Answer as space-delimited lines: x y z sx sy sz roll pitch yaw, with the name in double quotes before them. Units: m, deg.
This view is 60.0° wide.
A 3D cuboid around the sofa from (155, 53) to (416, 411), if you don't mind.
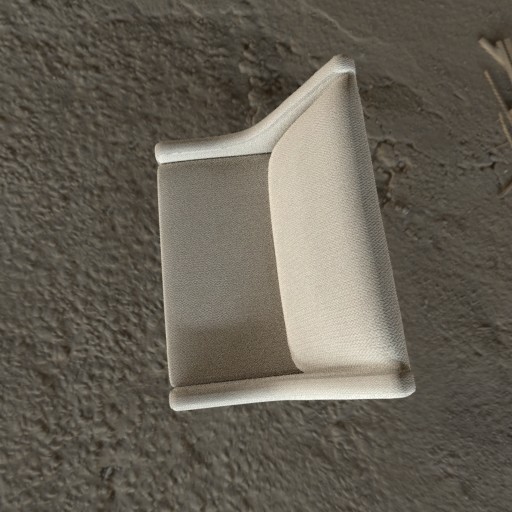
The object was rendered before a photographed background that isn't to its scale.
"sofa" 0.000 0.000 1.954 0.870 1.022 1.242 -6 76 -2
